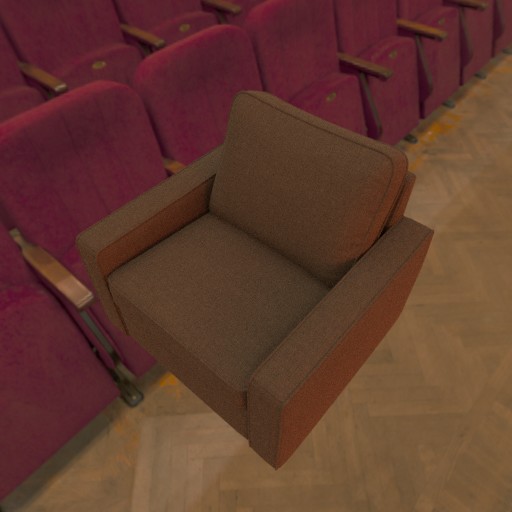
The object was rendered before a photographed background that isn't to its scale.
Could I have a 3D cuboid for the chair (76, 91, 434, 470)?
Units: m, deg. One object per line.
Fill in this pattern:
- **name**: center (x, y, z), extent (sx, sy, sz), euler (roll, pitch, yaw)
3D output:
- **chair**: center (0.000, 0.000, 1.719), extent (1.017, 0.919, 0.940), euler (33, 56, 26)
